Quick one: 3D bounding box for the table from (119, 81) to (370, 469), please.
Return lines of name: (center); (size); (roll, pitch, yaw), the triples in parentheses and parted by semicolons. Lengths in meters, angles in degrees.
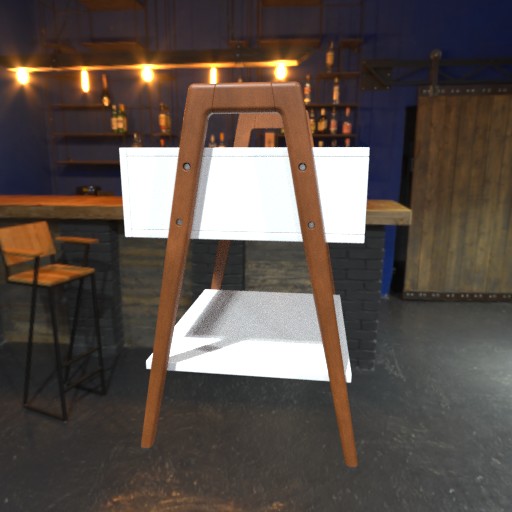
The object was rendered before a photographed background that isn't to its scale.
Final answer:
table: (0.000, 0.000, 0.913); (0.405, 0.610, 0.457); (2, 13, 8)
